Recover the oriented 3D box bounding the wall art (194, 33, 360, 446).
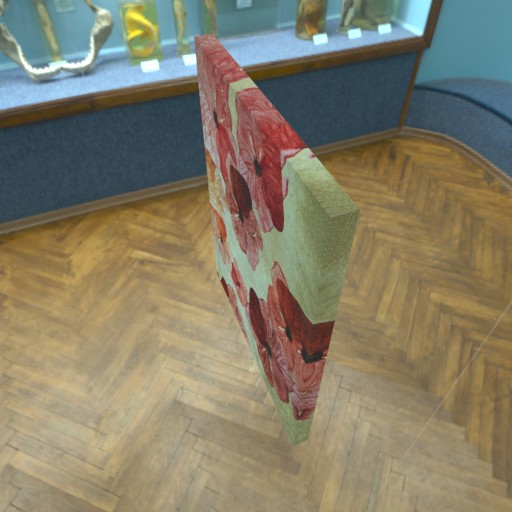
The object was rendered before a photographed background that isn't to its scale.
[{"bbox_3d":[0.000,0.000,0.680,0.028,0.508,0.406,-16,49,-14],"label":"wall art"}]
